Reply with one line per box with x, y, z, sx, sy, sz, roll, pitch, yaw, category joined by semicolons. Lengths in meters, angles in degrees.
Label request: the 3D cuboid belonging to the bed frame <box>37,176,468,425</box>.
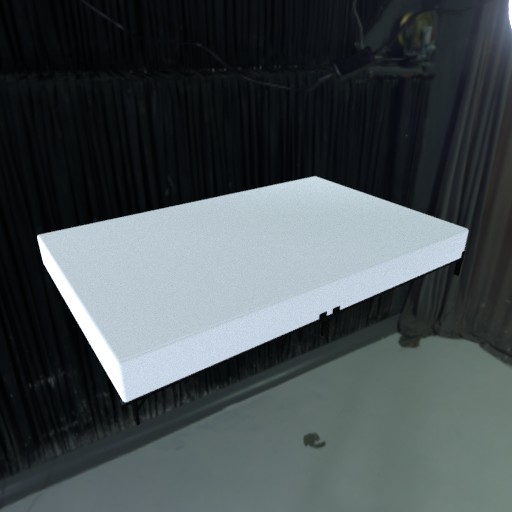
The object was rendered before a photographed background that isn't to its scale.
0.000;0.000;3.711;2.987;0.440;1.930;-17;31;-31;bed frame
